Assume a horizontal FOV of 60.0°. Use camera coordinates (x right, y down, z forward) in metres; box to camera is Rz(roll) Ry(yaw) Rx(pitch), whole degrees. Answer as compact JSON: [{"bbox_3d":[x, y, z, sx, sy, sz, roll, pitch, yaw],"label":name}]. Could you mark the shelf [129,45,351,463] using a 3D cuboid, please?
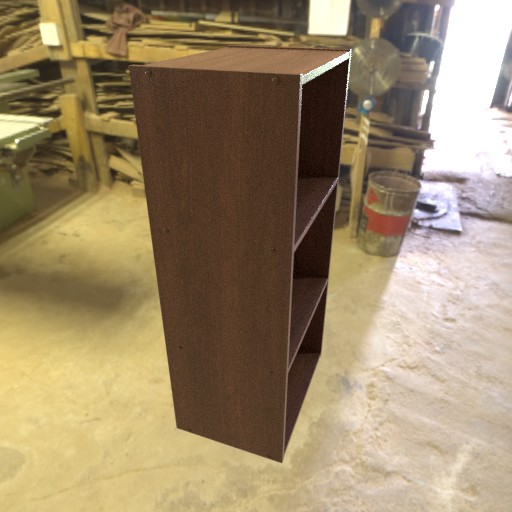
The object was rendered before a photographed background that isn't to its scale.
[{"bbox_3d":[0.000,0.000,1.064,0.290,0.879,0.414,11,32,18],"label":"shelf"}]
